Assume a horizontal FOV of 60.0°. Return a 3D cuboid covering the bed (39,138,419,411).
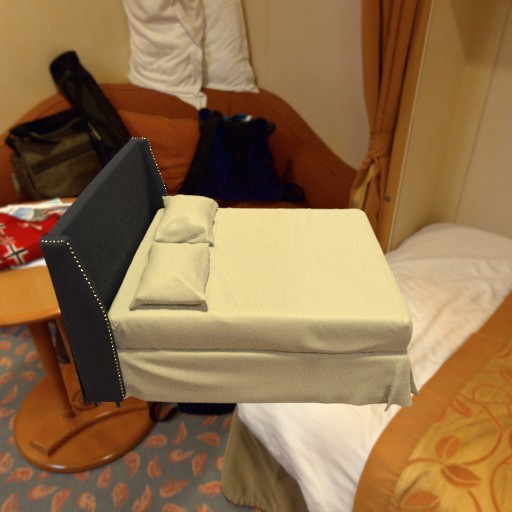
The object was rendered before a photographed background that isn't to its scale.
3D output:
[{"bbox_3d":[0.000,0.000,3.443,2.276,1.332,1.925,1,31,1],"label":"bed"}]
